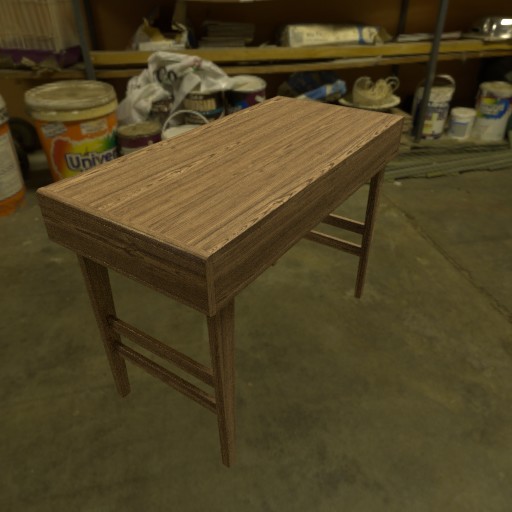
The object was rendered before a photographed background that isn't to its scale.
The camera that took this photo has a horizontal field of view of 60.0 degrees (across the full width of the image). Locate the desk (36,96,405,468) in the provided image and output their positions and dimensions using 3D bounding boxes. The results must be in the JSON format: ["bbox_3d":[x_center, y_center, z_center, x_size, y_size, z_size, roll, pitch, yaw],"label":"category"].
[{"bbox_3d":[0.000,0.000,1.472,0.508,0.755,1.067,20,38,28],"label":"desk"}]
